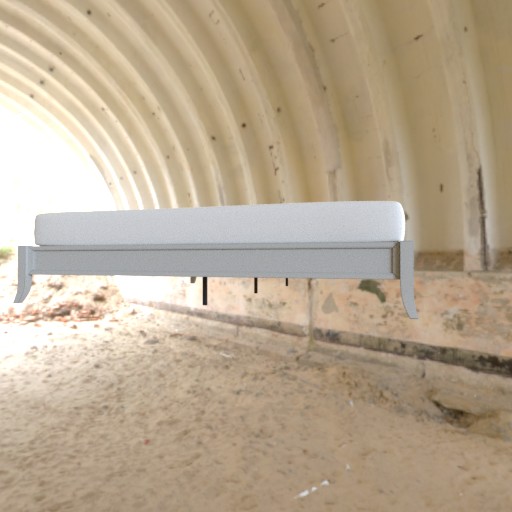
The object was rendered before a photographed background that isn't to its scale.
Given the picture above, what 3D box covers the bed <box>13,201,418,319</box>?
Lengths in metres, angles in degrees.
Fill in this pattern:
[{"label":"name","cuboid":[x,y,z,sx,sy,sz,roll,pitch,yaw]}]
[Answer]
[{"label":"bed","cuboid":[0.000,0.000,3.027,2.007,0.510,2.108,0,0,18]}]
